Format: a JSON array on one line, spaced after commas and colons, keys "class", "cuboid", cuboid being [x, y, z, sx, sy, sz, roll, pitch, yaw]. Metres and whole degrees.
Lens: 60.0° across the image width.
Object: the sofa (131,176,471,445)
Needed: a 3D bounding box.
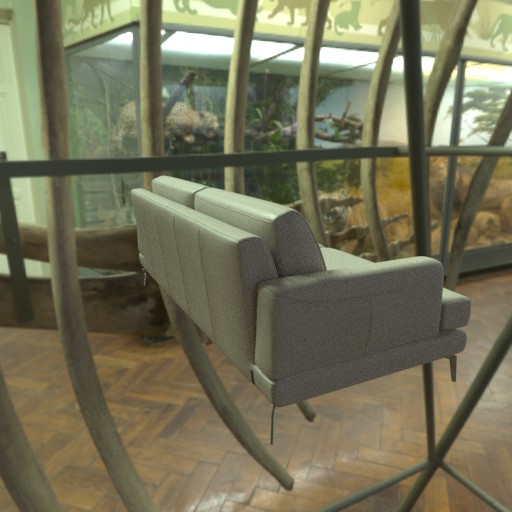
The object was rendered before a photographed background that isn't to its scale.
[{"class": "sofa", "cuboid": [0.000, 0.000, 2.371, 0.974, 0.765, 1.940, -7, 16, -26]}]
